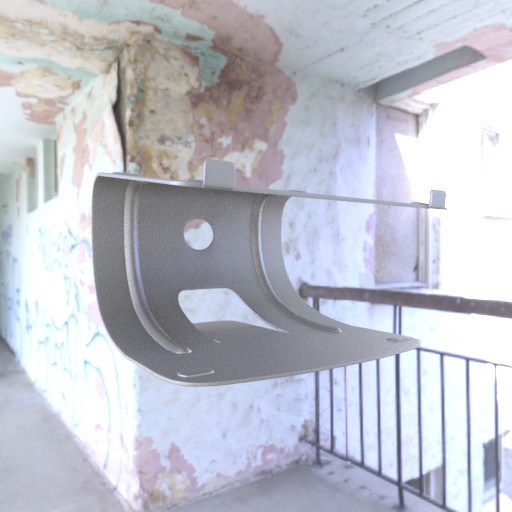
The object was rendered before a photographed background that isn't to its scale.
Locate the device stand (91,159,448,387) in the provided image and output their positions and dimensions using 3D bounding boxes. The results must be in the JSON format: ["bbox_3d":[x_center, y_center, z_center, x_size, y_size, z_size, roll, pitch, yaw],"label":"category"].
[{"bbox_3d":[0.000,0.000,0.407,0.256,0.155,0.236,0,0,-34],"label":"device stand"}]
